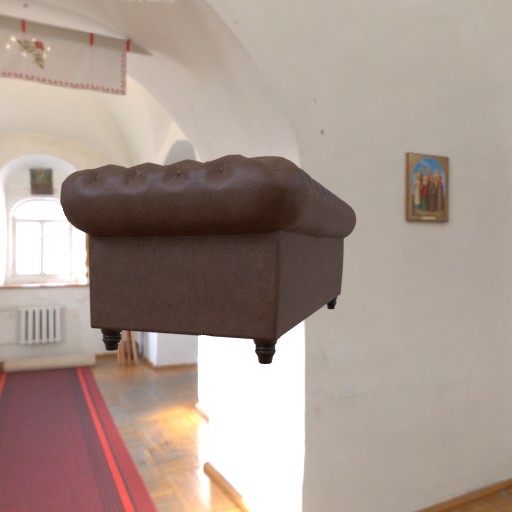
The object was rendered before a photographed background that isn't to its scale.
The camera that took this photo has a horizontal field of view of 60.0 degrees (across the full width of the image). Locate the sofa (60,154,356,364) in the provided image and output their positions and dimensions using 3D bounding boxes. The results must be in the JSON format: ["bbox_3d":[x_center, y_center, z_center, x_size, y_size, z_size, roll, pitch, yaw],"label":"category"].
[{"bbox_3d":[0.000,0.000,2.521,0.955,0.784,2.048,0,1,19],"label":"sofa"}]
